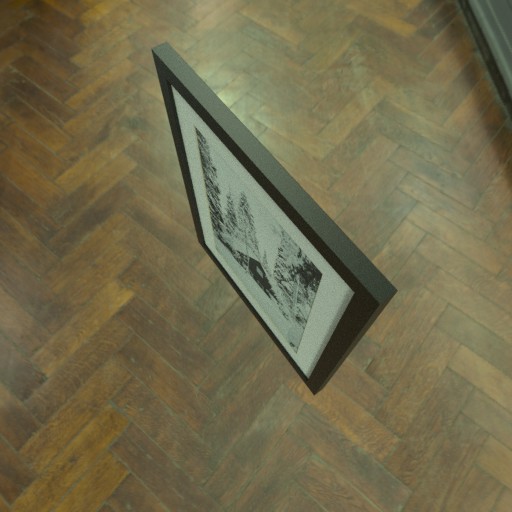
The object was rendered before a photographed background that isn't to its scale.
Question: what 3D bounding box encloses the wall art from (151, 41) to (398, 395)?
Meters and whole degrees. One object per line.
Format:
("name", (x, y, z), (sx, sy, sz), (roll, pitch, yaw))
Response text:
("wall art", (0.000, 0.000, 0.553), (0.018, 0.397, 0.325), (-33, 68, -15))
